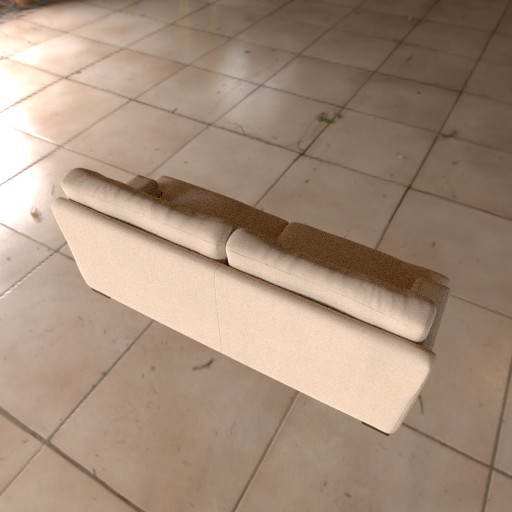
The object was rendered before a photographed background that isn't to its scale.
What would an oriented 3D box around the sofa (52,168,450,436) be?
[{"bbox_3d":[0.000,0.000,2.615,2.147,0.925,0.929,22,50,19],"label":"sofa"}]
